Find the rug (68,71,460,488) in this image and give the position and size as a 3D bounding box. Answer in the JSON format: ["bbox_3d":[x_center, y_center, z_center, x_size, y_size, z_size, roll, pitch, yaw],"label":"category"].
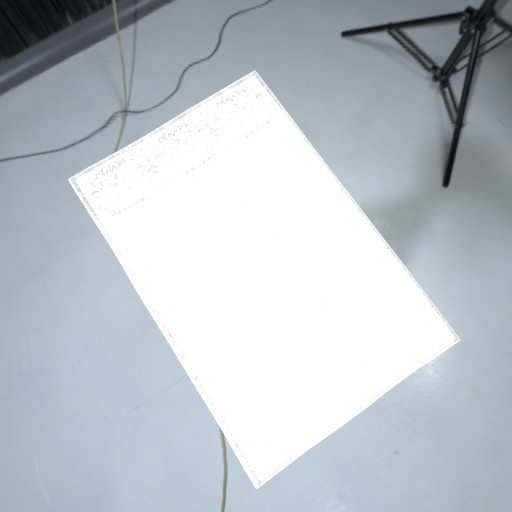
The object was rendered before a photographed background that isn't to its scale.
[{"bbox_3d":[0.000,0.000,3.431,1.819,0.018,2.746,-33,79,-7],"label":"rug"}]
